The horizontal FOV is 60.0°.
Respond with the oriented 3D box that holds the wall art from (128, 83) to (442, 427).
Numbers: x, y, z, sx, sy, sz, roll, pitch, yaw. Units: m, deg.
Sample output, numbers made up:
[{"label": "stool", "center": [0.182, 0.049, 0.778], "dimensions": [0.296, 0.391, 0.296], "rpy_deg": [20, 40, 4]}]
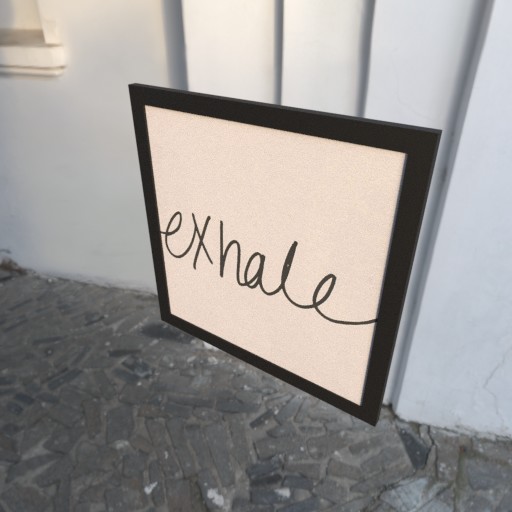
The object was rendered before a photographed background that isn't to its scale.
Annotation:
[{"label": "wall art", "center": [0.000, 0.000, 0.534], "dimensions": [0.358, 0.357, 0.012], "rpy_deg": [20, 36, 29]}]
